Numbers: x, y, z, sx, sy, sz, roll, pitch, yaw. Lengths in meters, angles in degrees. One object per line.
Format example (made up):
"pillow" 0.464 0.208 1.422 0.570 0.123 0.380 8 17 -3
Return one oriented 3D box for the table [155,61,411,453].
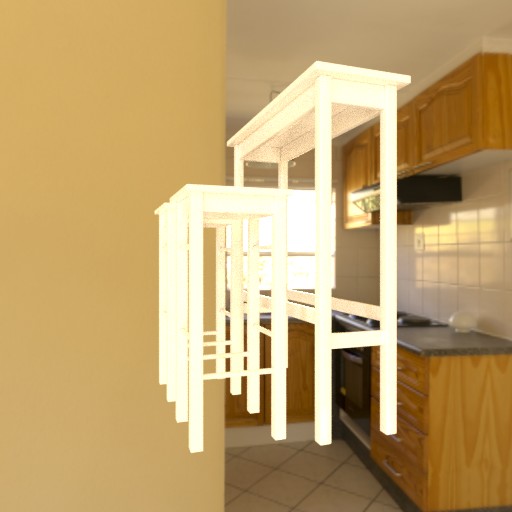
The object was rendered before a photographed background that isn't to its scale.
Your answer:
"table" 0.000 0.000 1.634 0.650 1.065 0.915 0 0 -19
